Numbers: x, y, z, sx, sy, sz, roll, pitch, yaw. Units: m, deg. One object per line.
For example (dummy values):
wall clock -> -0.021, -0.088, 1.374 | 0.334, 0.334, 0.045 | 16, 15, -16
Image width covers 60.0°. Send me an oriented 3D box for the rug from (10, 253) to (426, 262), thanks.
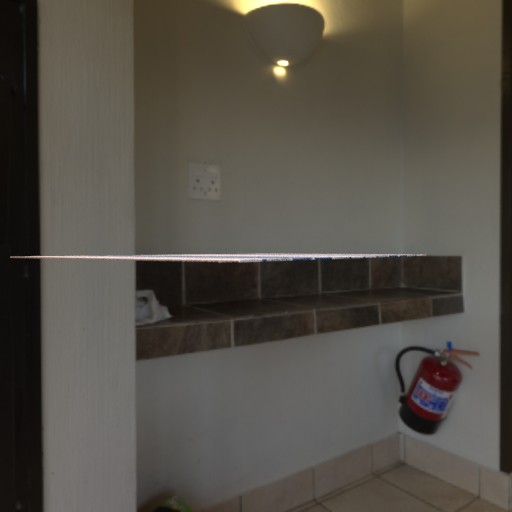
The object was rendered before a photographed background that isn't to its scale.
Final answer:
rug -> 0.000, 0.000, 2.931 | 1.532, 0.010, 2.441 | 1, 1, 36
